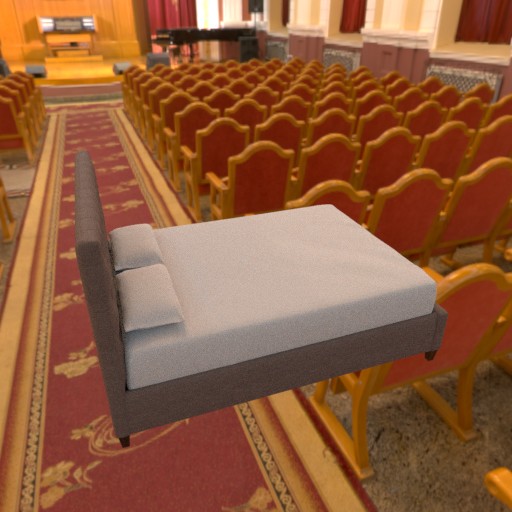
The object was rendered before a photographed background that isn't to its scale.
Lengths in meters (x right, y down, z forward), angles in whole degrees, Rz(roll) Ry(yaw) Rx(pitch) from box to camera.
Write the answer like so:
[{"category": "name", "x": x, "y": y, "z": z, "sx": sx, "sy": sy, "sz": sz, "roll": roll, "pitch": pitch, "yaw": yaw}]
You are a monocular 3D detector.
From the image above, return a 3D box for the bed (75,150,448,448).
[{"category": "bed", "x": 0.000, "y": 0.000, "z": 3.406, "sx": 2.387, "sy": 1.427, "sz": 1.698, "roll": -10, "pitch": 30, "yaw": -17}]
